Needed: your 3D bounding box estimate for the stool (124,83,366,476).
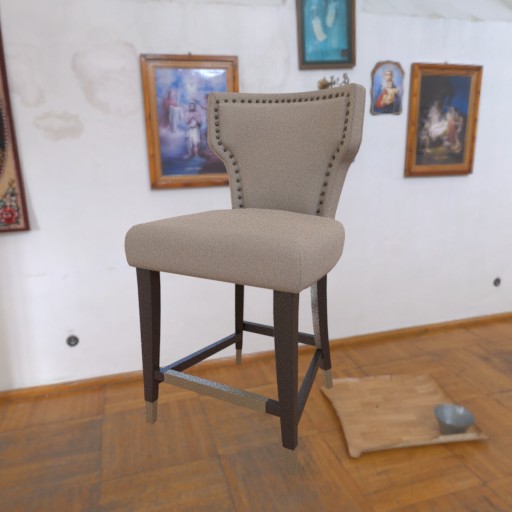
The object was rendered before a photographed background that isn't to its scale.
[{"bbox_3d":[0.000,0.000,1.325,0.527,0.982,0.563,7,16,27],"label":"stool"}]
